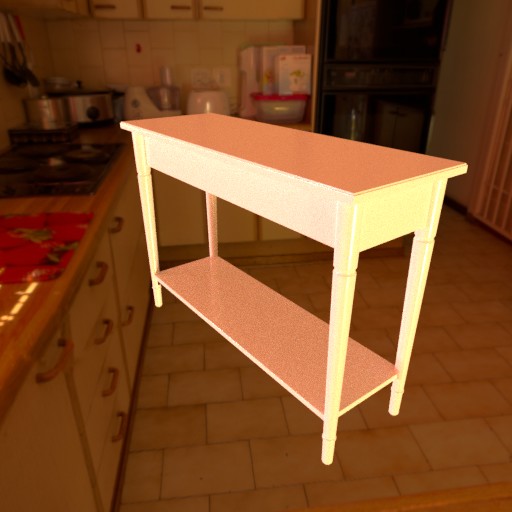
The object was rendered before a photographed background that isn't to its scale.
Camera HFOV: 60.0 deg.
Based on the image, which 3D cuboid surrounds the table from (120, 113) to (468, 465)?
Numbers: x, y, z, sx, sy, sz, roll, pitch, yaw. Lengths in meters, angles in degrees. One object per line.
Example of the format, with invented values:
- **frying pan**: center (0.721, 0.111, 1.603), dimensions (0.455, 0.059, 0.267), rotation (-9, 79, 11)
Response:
- **table**: center (0.000, 0.000, 1.430), dimensions (0.381, 0.749, 1.067), rotation (-18, 31, -33)
